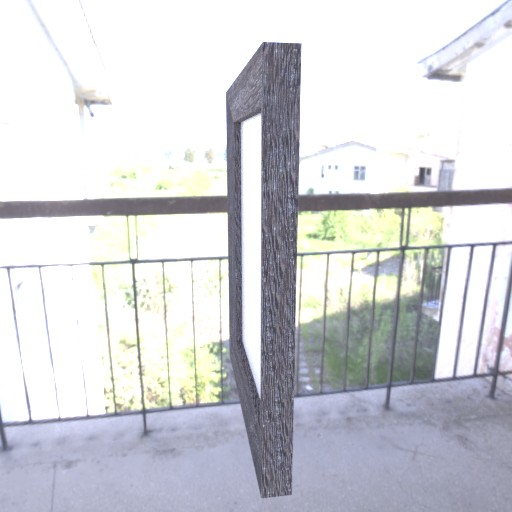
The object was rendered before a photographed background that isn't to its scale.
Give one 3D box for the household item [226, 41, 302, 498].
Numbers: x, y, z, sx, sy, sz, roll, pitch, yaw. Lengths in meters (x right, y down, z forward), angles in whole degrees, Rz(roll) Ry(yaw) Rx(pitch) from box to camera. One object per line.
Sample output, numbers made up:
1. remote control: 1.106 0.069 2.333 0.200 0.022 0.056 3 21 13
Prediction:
1. household item: 0.000 0.000 0.275 0.020 0.210 0.160 -2 14 -9
